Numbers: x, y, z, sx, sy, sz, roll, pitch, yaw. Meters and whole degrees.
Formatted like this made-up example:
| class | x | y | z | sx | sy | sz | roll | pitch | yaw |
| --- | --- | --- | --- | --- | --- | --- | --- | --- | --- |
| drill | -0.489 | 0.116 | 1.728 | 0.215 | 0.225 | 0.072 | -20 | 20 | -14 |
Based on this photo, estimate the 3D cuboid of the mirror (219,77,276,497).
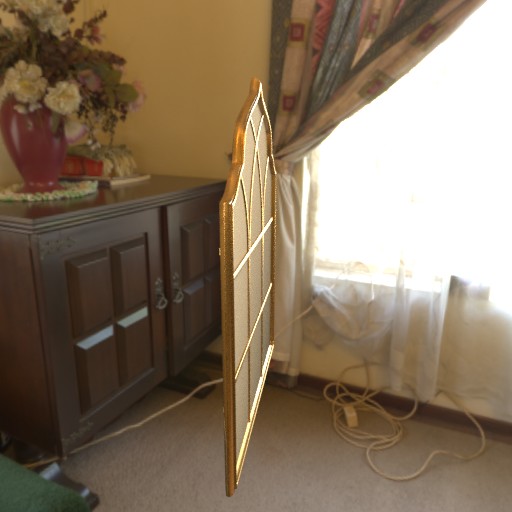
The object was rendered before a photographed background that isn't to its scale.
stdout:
| class | x | y | z | sx | sy | sz | roll | pitch | yaw |
| --- | --- | --- | --- | --- | --- | --- | --- | --- | --- |
| mirror | 0.000 | 0.000 | 0.845 | 0.018 | 0.635 | 0.513 | 2 | 16 | 9 |
